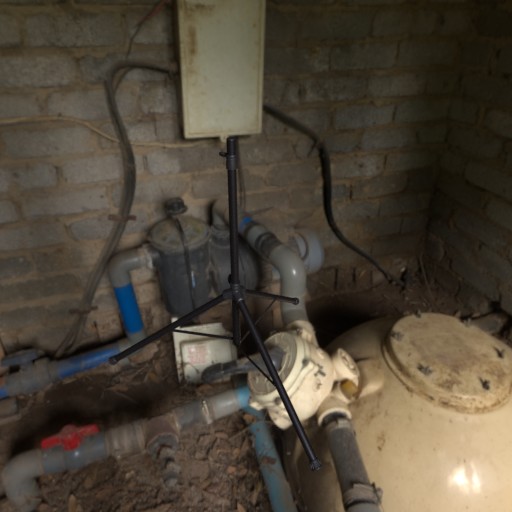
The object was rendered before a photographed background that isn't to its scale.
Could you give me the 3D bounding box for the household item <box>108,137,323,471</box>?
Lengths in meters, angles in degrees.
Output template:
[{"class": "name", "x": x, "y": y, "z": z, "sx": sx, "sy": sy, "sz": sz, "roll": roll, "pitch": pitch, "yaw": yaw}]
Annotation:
[{"class": "household item", "x": 0.000, "y": 0.000, "z": 2.786, "sx": 1.596, "sy": 1.595, "sz": 1.339, "roll": 18, "pitch": 35, "yaw": 27}]
